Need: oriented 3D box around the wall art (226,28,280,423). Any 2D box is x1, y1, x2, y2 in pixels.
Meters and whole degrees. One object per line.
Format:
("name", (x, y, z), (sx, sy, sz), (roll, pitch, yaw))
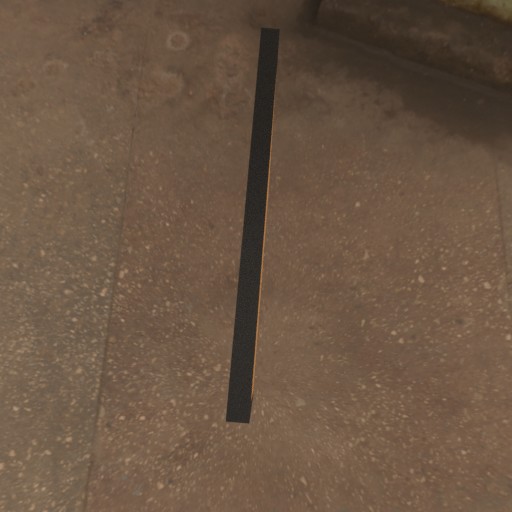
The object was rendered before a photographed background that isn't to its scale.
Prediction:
("wall art", (0.000, 0.000, 1.176), (0.038, 0.762, 0.762), (4, 75, 1))
